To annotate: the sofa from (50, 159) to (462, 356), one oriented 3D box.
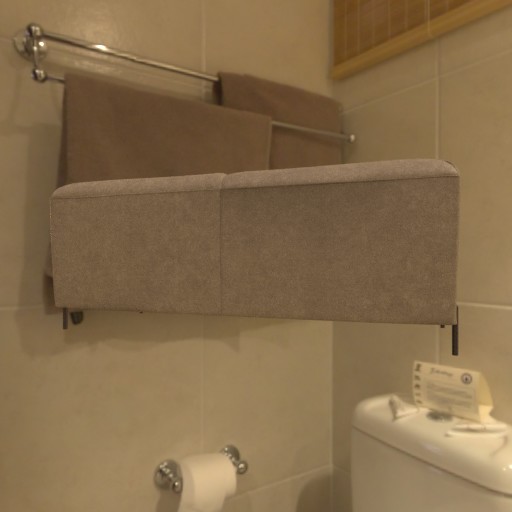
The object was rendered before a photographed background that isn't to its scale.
[{"bbox_3d":[0.000,0.000,2.286,1.878,0.747,0.905,0,0,19],"label":"sofa"}]
